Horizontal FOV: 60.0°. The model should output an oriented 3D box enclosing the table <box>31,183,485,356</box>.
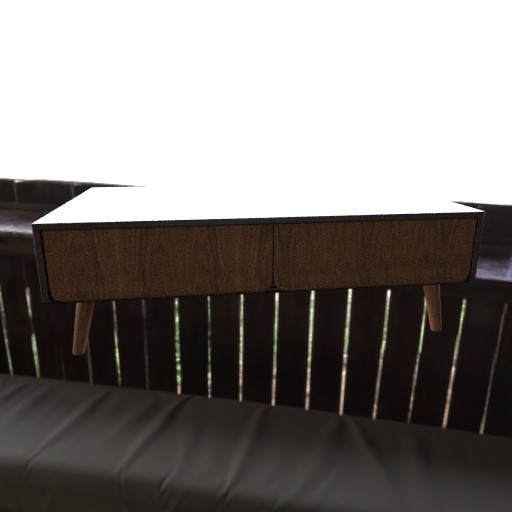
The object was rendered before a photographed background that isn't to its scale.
[{"bbox_3d":[0.000,0.000,1.537,1.201,0.404,0.703,-2,16,-8],"label":"table"}]
